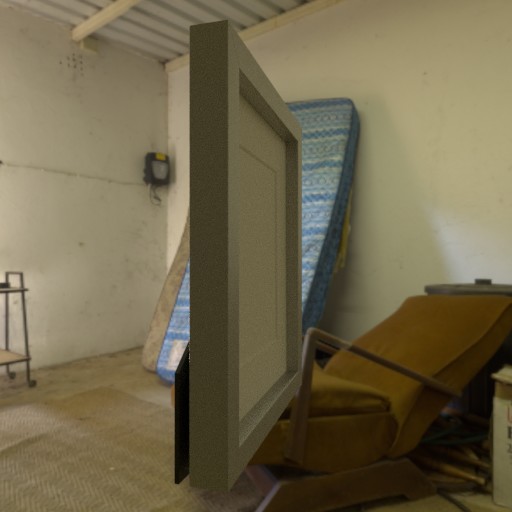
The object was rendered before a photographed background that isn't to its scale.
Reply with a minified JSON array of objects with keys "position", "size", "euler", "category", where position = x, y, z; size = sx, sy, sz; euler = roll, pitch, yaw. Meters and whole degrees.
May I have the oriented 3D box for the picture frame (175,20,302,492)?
[{"position":[0.000,0.000,0.381],"size":[0.036,0.282,0.233],"euler":[0,0,17],"category":"picture frame"}]
